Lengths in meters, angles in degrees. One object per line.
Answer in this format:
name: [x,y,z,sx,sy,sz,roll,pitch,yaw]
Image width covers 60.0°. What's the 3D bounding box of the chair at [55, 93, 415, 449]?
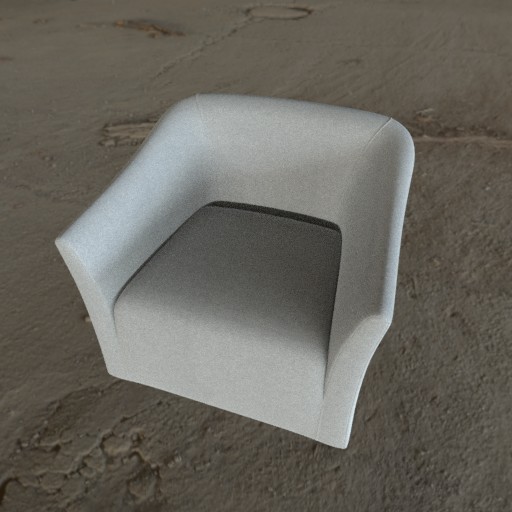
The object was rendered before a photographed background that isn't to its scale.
chair: [0.000,0.000,1.334,0.790,0.720,0.700,12,41,15]
